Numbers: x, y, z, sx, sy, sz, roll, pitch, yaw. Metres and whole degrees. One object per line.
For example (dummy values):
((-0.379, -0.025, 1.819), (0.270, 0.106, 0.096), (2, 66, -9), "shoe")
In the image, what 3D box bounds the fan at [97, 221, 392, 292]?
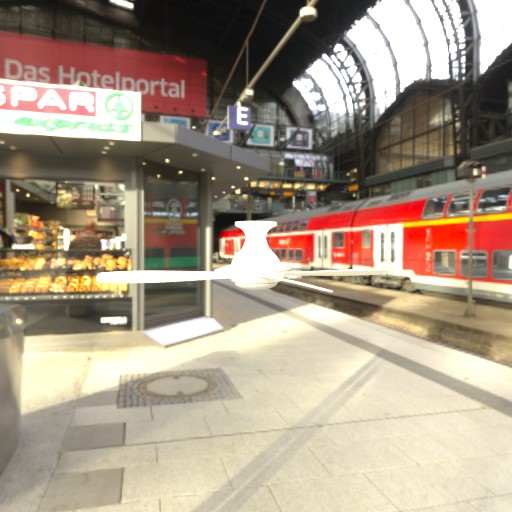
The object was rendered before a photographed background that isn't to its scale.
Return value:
((0.000, 0.000, 2.502), (1.693, 0.382, 1.694), (0, 1, -16), "fan")
